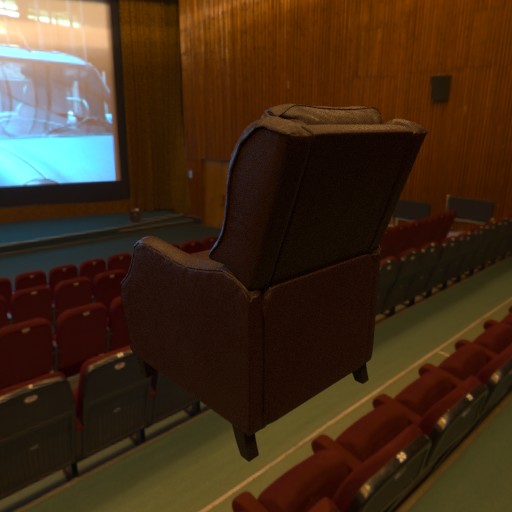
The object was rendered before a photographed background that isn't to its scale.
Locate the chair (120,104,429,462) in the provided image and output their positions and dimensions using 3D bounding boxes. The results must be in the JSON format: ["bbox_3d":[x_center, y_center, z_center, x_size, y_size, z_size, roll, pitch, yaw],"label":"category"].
[{"bbox_3d":[0.000,0.000,1.775,0.770,1.132,0.982,-15,22,-41],"label":"chair"}]
